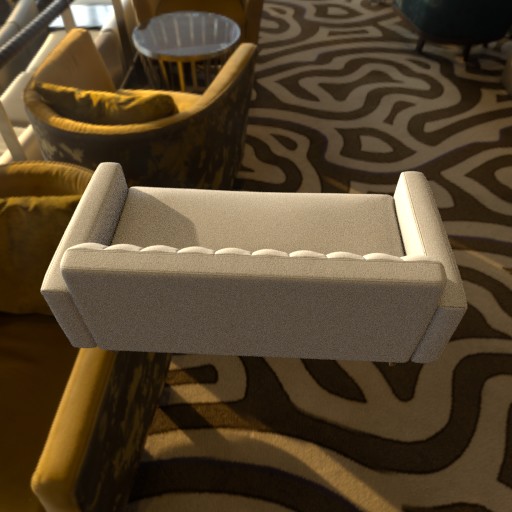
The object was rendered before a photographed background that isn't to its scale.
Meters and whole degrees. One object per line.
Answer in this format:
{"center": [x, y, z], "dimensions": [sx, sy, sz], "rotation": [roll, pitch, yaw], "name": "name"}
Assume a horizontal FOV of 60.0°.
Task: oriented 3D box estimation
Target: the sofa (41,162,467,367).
{"center": [0.000, 0.000, 2.410], "dimensions": [1.895, 0.814, 0.969], "rotation": [2, 48, 2], "name": "sofa"}
